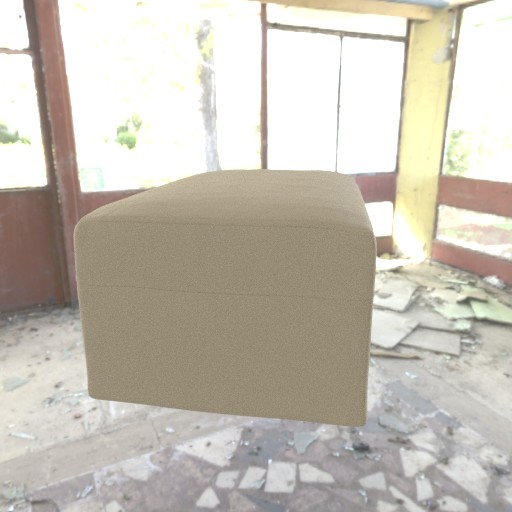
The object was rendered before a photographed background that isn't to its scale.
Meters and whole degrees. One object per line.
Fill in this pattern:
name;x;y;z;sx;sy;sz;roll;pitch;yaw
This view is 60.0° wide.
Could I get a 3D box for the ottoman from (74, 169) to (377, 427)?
ottoman;0.000;0.000;1.215;0.590;0.444;0.872;3;16;9
